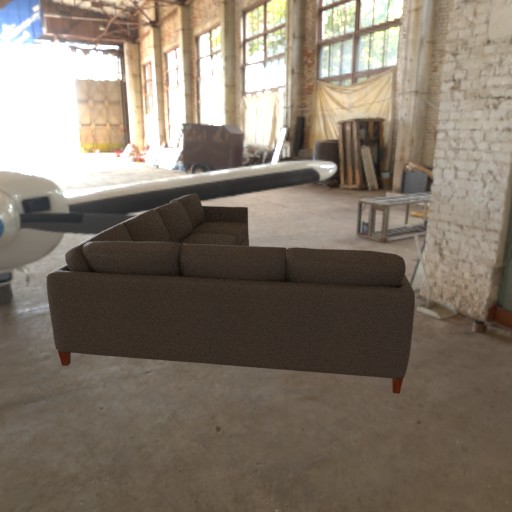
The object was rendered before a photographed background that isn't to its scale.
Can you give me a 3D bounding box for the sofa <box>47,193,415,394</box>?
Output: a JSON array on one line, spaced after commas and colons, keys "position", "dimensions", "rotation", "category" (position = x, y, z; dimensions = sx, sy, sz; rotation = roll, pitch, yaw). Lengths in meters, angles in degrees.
[{"position": [0.000, 0.000, 4.590], "dimensions": [2.593, 0.947, 3.302], "rotation": [2, 16, 8], "category": "sofa"}]
